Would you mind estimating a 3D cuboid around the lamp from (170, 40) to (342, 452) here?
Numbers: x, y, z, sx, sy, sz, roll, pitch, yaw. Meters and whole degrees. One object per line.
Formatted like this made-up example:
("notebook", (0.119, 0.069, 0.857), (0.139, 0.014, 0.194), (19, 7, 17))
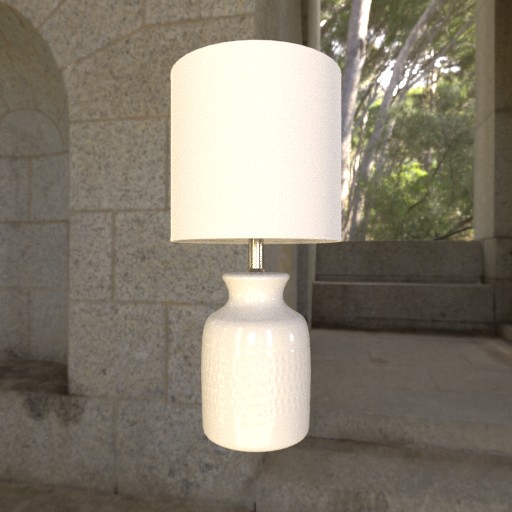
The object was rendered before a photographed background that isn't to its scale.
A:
("lamp", (0.000, 0.000, 0.496), (0.188, 0.392, 0.188), (0, 0, -17))
